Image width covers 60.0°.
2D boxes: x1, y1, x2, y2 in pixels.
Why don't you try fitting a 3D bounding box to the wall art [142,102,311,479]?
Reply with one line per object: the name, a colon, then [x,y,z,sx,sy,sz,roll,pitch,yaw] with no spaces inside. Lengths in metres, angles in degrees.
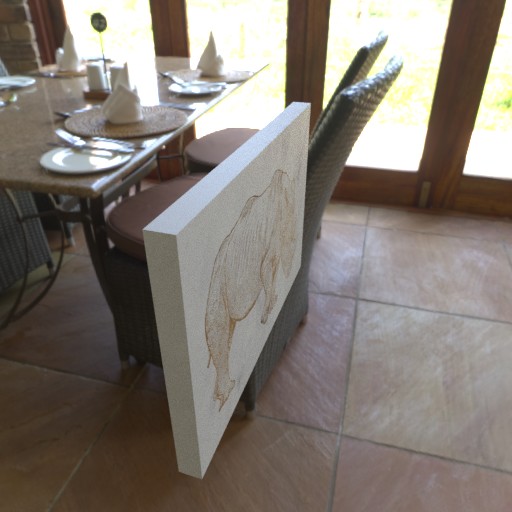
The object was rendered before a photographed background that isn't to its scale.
wall art: [0.000,0.000,0.795,0.038,0.407,0.609,10,33,16]
